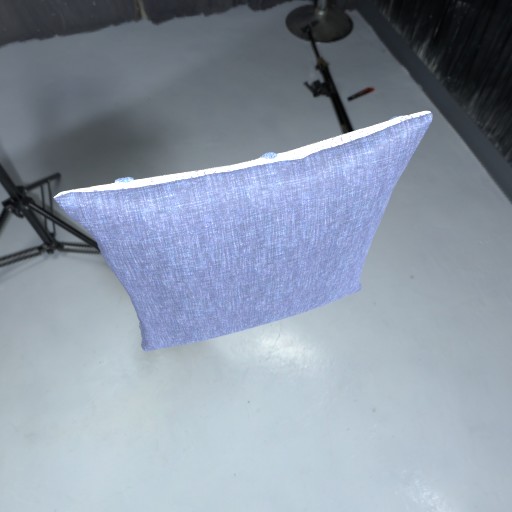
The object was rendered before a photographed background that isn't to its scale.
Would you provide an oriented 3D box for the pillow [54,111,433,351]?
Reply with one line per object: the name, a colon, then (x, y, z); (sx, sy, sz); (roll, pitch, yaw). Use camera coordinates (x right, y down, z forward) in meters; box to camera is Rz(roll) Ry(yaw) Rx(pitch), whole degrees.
pillow: (0.000, 0.000, 0.780); (0.510, 0.510, 0.145); (-15, 59, -9)
